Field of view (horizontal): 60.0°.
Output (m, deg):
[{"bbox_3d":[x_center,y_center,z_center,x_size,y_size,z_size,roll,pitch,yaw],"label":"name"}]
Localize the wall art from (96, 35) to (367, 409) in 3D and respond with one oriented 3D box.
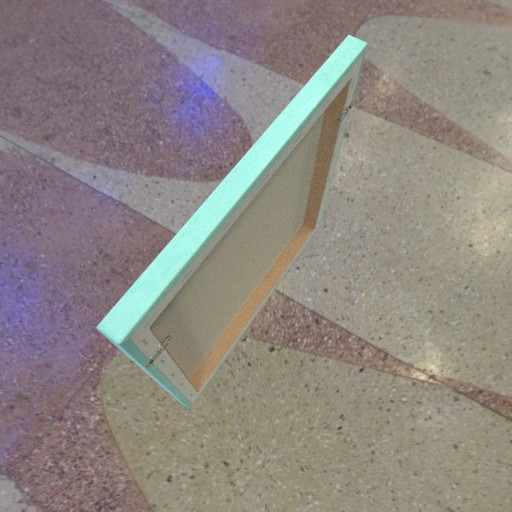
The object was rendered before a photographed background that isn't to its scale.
[{"bbox_3d":[0.000,0.000,1.128,0.054,0.766,0.765,31,68,14],"label":"wall art"}]
